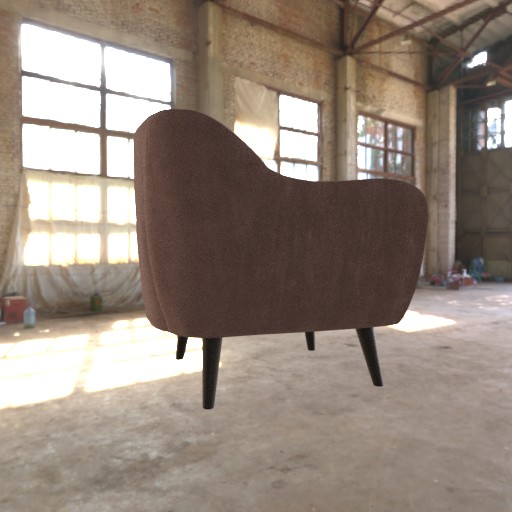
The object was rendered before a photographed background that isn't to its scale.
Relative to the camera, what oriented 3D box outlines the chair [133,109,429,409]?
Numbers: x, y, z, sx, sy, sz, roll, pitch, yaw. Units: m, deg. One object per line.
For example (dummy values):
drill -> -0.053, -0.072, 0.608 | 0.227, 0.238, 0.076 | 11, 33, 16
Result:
chair -> 0.000, 0.000, 1.544 | 0.820, 0.820, 0.840 | 0, 1, -18
